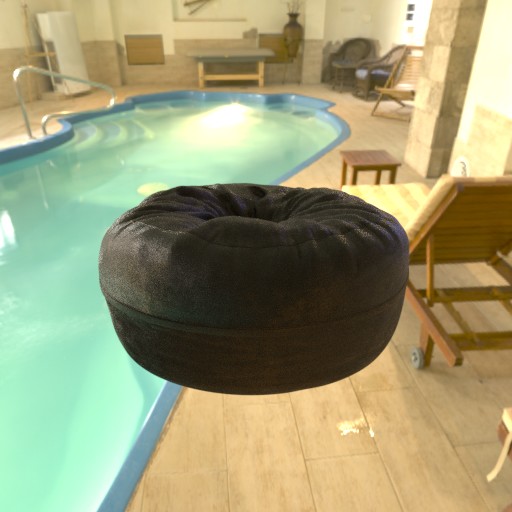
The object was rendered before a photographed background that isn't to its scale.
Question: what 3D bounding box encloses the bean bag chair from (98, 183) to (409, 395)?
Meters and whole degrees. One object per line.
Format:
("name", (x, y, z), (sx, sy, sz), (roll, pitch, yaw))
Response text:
("bean bag chair", (0.000, 0.000, 2.431), (1.524, 0.878, 1.524), (0, 29, 0))
